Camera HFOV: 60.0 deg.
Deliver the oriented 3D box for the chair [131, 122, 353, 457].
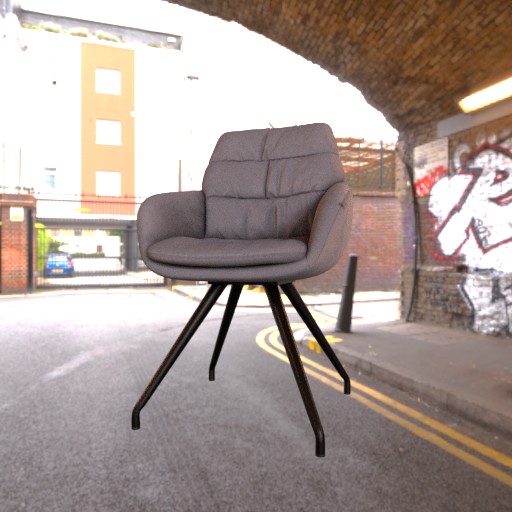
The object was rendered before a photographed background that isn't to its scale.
[{"bbox_3d":[0.000,0.000,1.305,0.579,0.888,0.569,0,0,19],"label":"chair"}]
